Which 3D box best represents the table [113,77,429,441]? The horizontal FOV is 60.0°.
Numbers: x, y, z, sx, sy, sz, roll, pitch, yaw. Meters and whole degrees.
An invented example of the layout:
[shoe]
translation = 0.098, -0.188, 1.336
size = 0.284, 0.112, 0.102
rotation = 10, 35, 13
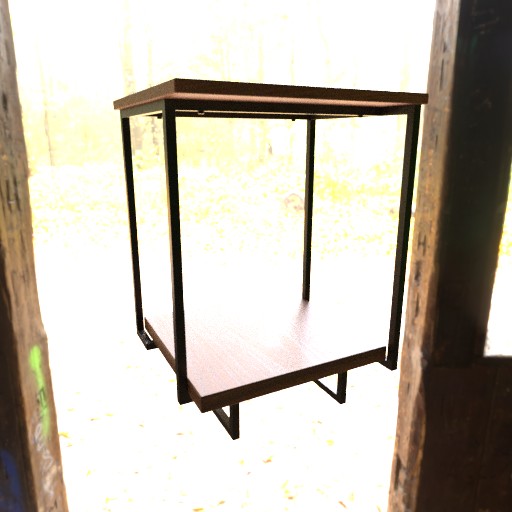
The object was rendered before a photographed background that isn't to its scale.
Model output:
[table]
translation = 0.000, 0.000, 0.838
size = 0.411, 0.567, 0.384
rotation = -8, 17, -26
